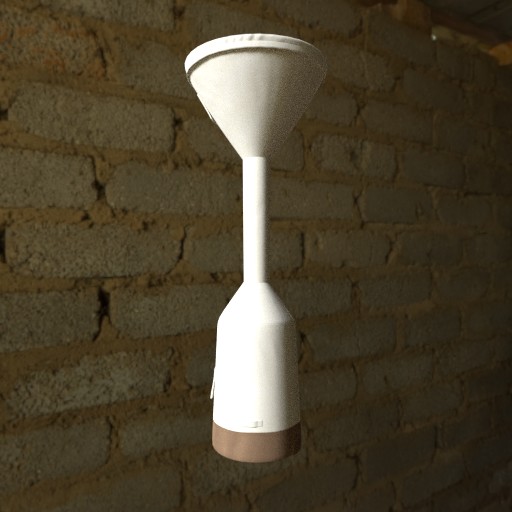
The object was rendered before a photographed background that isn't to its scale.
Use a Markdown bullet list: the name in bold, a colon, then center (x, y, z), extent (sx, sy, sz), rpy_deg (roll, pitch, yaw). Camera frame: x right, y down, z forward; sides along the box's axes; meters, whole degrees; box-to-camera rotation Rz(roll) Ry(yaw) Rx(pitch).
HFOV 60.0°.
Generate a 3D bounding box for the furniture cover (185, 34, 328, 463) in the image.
- **furniture cover**: center (0.000, 0.000, 2.857), extent (0.914, 2.413, 0.914), rpy_deg (0, 1, 18)
